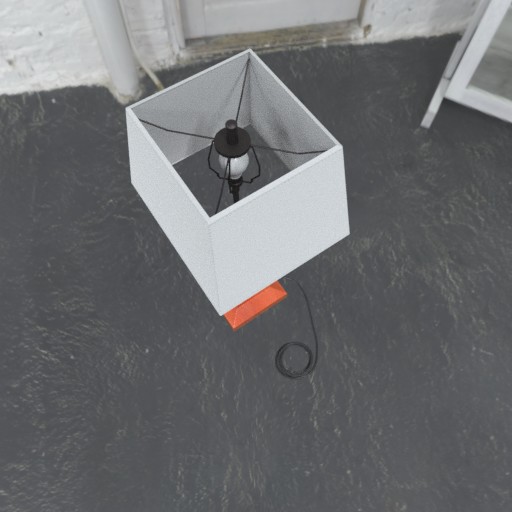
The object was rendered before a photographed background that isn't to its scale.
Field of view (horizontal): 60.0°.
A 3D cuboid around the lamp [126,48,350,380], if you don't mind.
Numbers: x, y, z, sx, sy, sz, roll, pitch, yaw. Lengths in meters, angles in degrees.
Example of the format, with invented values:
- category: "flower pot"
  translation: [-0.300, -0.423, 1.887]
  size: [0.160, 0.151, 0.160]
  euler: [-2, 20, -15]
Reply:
- category: "lamp"
  translation: [0.000, 0.000, 1.000]
  size: [0.310, 0.737, 0.498]
  euler: [-31, 69, -14]
